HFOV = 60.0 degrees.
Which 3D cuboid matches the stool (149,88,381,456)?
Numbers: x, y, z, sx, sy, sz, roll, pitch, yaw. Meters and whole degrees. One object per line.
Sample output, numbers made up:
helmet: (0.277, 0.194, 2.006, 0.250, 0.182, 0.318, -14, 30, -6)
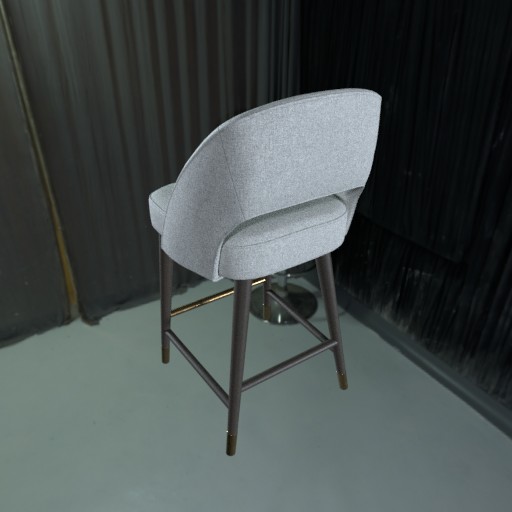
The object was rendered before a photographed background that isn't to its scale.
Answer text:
stool: (0.000, 0.000, 1.229, 0.494, 0.940, 0.509, -19, 35, -29)
